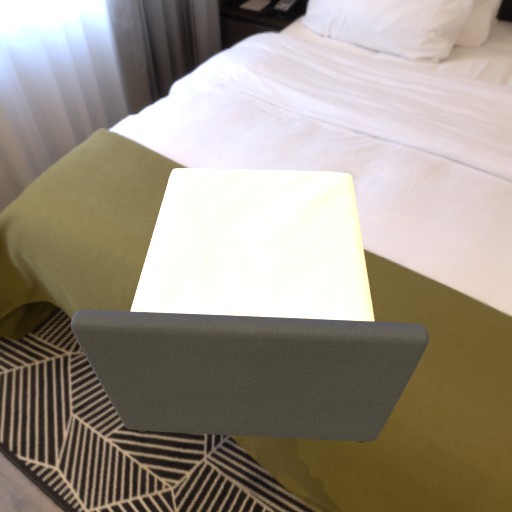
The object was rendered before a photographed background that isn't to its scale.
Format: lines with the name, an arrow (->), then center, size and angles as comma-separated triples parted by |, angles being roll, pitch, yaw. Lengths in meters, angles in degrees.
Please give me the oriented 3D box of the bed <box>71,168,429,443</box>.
bed -> 0.000, 0.000, 3.189 | 1.713, 1.330, 2.162 | 2, 48, 2
